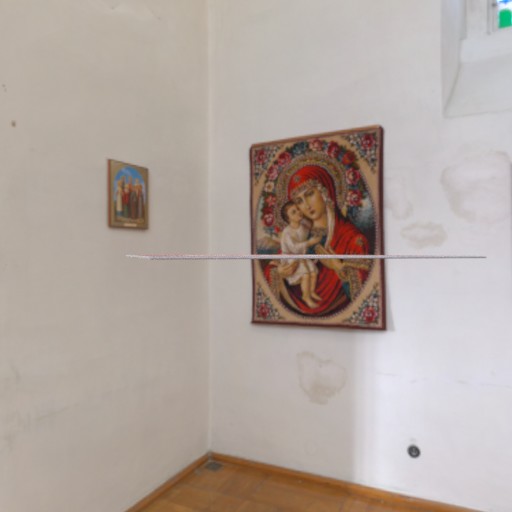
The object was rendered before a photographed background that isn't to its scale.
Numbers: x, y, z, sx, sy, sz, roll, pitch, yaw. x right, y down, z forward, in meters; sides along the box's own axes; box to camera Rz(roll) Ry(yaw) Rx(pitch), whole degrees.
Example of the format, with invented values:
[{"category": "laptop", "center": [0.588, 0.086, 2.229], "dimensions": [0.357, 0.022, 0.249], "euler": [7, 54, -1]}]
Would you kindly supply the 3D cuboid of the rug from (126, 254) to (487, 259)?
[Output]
[{"category": "rug", "center": [0.000, 0.000, 2.893], "dimensions": [1.555, 0.011, 2.232], "euler": [0, 0, -18]}]
